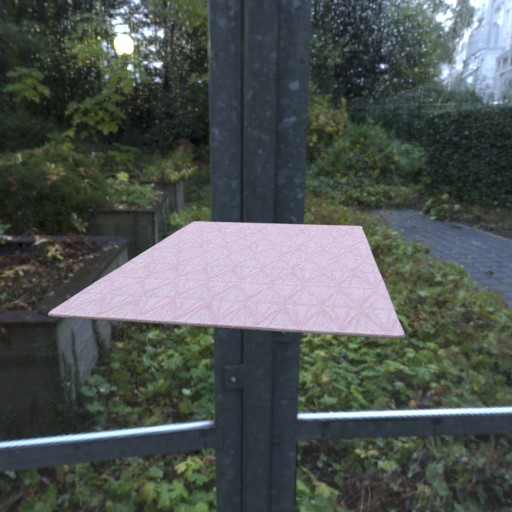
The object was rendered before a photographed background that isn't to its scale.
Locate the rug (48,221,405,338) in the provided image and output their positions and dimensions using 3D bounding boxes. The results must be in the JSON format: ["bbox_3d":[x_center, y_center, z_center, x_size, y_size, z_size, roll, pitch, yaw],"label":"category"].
[{"bbox_3d":[0.000,0.000,3.052,1.609,0.015,2.390,2,15,8],"label":"rug"}]
